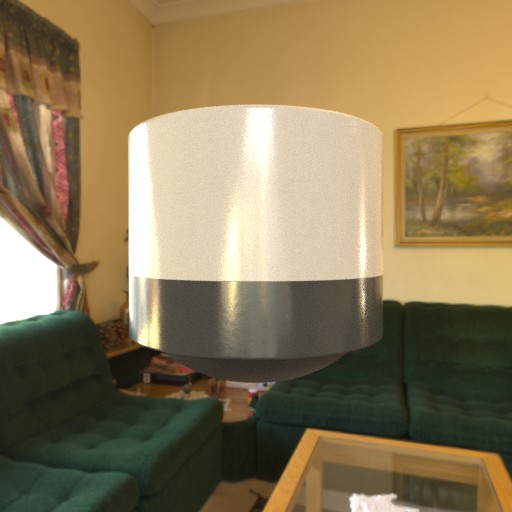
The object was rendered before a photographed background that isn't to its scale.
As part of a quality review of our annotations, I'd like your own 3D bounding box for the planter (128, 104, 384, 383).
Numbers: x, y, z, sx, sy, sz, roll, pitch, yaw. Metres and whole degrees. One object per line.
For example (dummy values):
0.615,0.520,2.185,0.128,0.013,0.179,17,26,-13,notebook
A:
0.000,0.000,0.350,0.193,0.177,0.193,0,1,0,planter
